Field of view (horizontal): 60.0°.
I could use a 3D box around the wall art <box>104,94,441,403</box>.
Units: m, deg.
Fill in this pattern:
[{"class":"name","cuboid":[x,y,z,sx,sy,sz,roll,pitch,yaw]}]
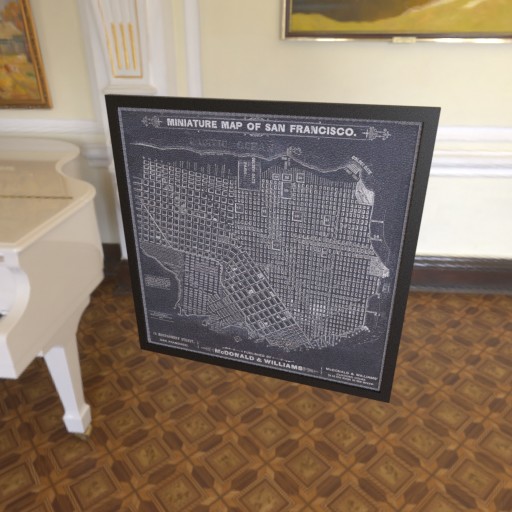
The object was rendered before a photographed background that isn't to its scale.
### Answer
[{"class":"wall art","cuboid":[0.000,0.000,1.209,0.807,0.807,0.022,8,27,16]}]
